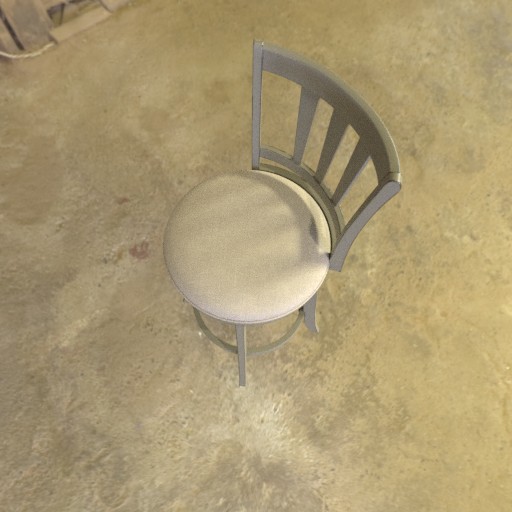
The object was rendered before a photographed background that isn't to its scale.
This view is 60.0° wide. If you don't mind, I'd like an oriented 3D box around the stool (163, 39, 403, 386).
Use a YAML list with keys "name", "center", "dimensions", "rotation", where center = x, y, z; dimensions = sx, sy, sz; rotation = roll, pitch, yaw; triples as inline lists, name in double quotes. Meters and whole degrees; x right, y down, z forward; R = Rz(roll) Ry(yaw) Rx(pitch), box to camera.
- name: "stool"
  center: [0.000, 0.000, 1.256]
  dimensions: [0.486, 0.994, 0.450]
  rotation: [-33, 69, -14]
